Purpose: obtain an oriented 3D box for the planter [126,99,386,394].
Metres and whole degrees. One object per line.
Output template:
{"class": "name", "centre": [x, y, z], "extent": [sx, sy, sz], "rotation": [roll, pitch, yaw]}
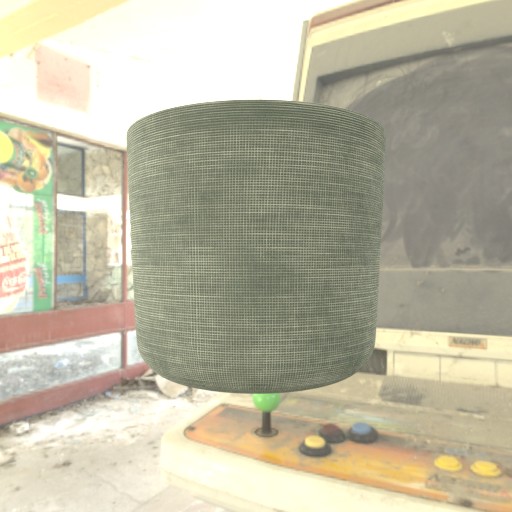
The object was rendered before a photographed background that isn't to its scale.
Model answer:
{"class": "planter", "centre": [0.000, 0.000, 0.782], "extent": [0.440, 0.398, 0.440], "rotation": [0, 0, 0]}
